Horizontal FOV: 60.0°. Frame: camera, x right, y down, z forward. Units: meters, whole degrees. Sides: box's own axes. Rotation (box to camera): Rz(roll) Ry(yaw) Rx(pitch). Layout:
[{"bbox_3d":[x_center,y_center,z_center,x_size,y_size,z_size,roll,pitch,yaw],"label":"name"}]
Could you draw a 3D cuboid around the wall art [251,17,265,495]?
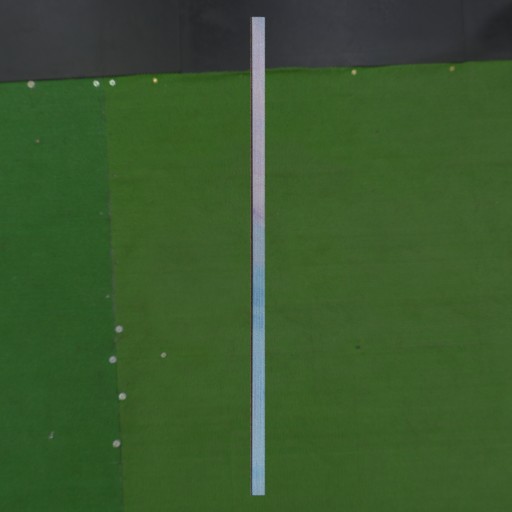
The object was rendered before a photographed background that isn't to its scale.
[{"bbox_3d":[0.000,0.000,1.431,0.034,0.756,1.137,0,90,-1],"label":"wall art"}]
